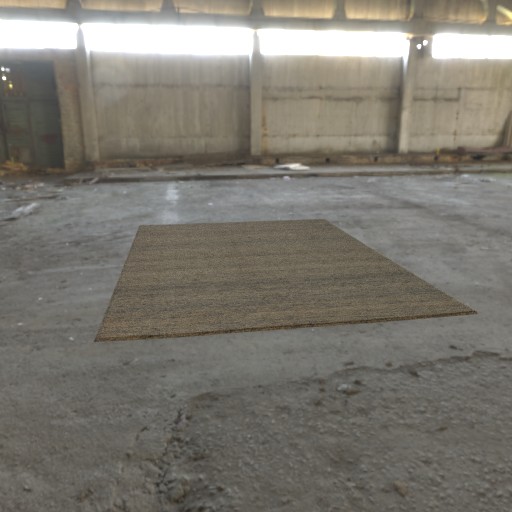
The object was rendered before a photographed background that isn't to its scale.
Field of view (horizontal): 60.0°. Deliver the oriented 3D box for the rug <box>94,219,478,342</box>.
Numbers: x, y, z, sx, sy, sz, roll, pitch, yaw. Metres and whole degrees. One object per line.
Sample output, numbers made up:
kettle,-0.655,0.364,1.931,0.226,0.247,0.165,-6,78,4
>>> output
rug,0.000,0.000,4.225,2.414,0.036,3.199,-3,16,-9
